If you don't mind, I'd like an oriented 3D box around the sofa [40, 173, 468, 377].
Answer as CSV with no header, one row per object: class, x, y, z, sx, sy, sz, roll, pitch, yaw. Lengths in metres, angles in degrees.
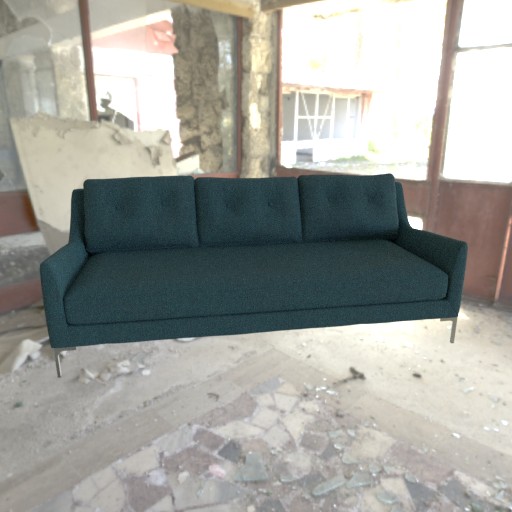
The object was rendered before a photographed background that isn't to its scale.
sofa,0.000,0.000,2.479,2.060,0.837,0.849,-3,17,-9
